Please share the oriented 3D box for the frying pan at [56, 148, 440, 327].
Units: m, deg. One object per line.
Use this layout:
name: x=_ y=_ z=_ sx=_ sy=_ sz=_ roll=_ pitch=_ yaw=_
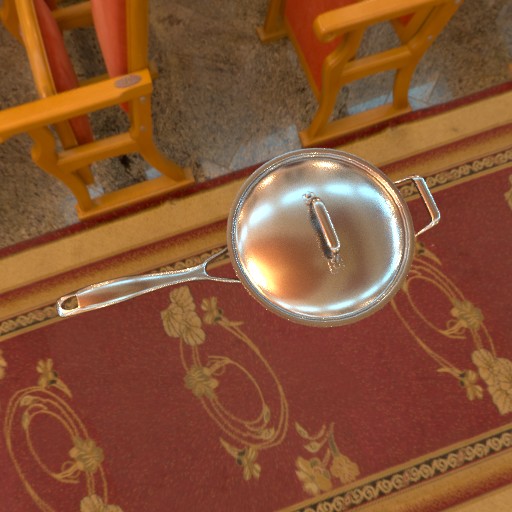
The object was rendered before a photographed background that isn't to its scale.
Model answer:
frying pan: x=0.000 y=0.000 z=0.582 sx=0.492 sy=0.111 sz=0.245 roll=-18 pitch=75 yaw=-5
